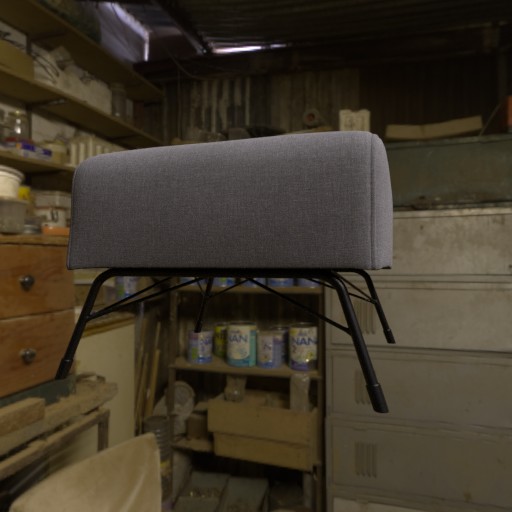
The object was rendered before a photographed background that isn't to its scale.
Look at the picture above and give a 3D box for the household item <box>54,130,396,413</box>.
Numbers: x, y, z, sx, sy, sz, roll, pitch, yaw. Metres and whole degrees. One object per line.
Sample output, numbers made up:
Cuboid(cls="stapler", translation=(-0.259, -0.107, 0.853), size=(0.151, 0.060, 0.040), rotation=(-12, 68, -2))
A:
Cuboid(cls="household item", translation=(0.000, 0.000, 0.897), size=(0.530, 0.410, 0.530), rotation=(0, -1, 18))
